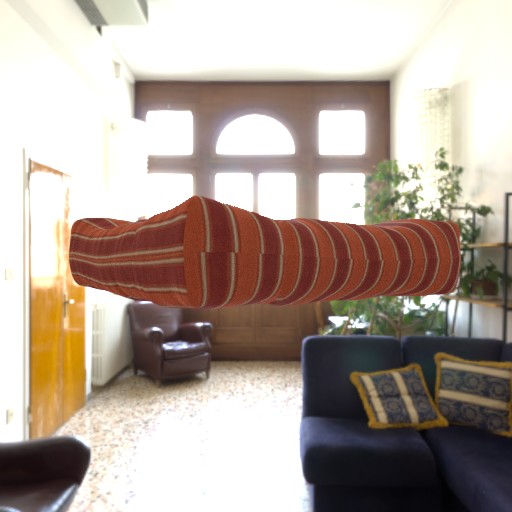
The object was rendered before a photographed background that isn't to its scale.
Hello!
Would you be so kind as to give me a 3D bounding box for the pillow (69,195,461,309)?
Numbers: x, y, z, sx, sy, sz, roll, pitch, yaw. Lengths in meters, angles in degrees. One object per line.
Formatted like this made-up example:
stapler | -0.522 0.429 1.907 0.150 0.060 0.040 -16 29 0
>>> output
pillow | 0.000 0.000 0.730 0.490 0.133 0.468 0 0 -36
